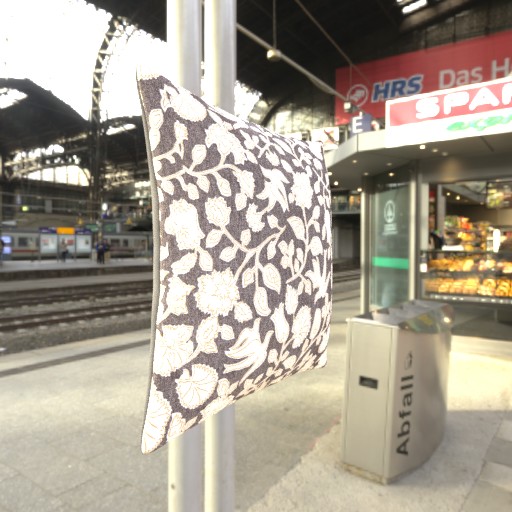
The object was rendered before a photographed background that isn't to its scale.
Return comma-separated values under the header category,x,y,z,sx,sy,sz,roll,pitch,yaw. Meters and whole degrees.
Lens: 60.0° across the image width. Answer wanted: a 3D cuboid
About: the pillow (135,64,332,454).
category,x,y,z,sx,sy,sz,roll,pitch,yaw
pillow,0.000,0.000,0.784,0.166,0.507,0.526,1,1,35
